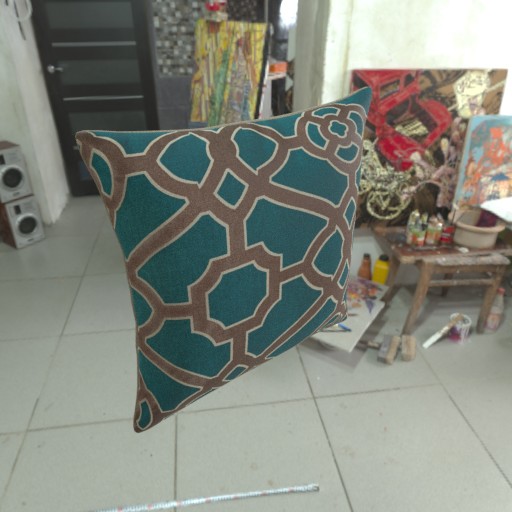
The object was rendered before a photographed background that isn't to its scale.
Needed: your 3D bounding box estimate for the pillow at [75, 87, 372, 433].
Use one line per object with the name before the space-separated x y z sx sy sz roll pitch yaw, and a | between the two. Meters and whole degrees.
pillow | 0.000 0.000 0.770 0.526 0.507 0.166 -21 36 -32
